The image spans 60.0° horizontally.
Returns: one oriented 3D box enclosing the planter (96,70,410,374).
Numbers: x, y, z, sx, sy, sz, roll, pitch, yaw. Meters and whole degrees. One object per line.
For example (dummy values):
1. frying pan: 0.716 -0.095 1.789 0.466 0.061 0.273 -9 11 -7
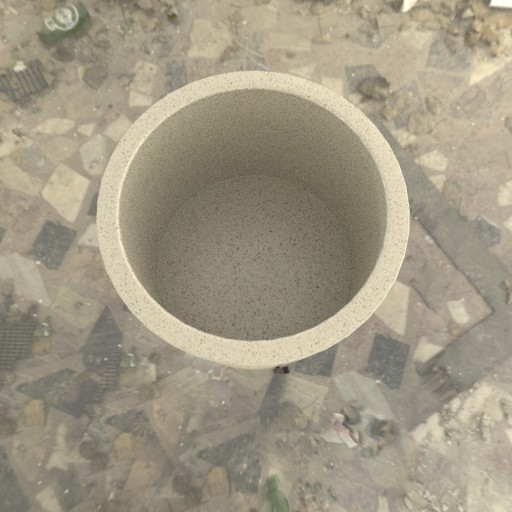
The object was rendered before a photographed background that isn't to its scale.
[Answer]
1. planter: 0.000 0.000 0.735 0.368 0.484 0.359 -42 79 -10
